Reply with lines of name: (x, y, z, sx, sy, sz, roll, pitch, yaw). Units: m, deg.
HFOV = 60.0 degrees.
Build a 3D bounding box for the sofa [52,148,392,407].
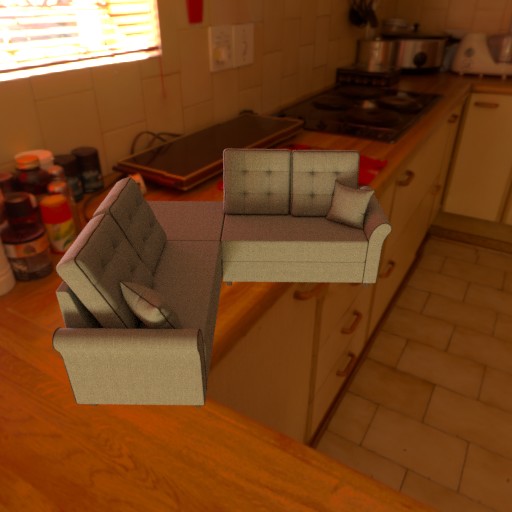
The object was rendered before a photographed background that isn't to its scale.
sofa: (0.000, 0.000, 3.193, 2.070, 0.988, 2.068, 0, 31, 1)
